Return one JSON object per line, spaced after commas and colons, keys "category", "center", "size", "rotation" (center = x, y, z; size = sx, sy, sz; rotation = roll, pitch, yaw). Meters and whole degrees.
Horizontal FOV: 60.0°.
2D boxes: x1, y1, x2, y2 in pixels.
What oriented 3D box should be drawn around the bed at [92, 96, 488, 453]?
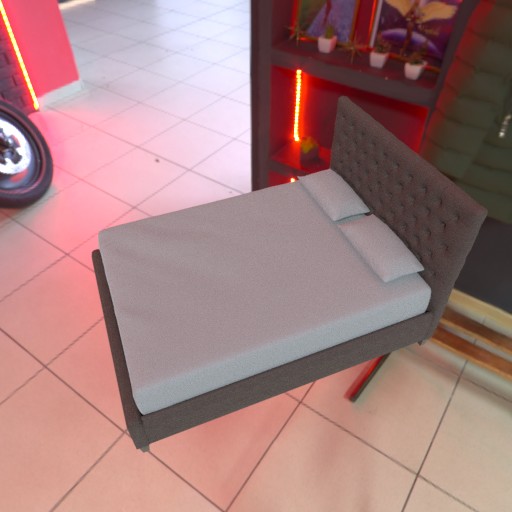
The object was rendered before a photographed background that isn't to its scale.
{"category": "bed", "center": [0.000, 0.000, 3.373], "size": [2.387, 1.427, 1.698], "rotation": [-16, 47, -16]}
